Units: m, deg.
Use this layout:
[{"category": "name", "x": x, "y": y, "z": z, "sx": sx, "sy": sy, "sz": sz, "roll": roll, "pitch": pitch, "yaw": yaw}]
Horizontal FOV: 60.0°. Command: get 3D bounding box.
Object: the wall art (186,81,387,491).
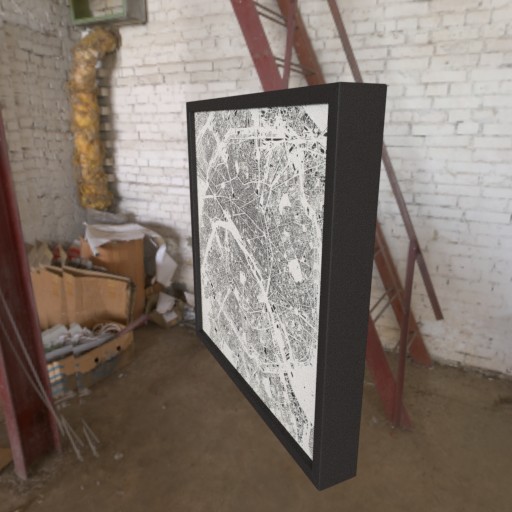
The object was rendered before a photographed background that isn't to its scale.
[{"category": "wall art", "x": 0.000, "y": 0.000, "z": 0.447, "sx": 0.037, "sy": 0.305, "sz": 0.305, "roll": -8, "pitch": 18, "yaw": -25}]
